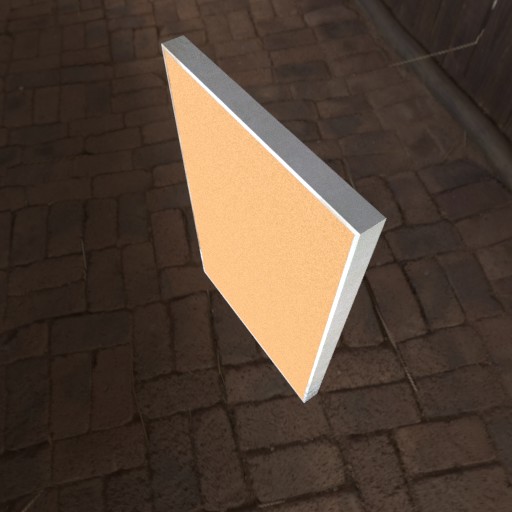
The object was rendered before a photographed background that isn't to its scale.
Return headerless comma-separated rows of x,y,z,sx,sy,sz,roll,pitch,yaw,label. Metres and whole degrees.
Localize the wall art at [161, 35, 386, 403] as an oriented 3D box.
0.000,0.000,0.785,0.036,0.607,0.403,-31,62,-19,wall art
